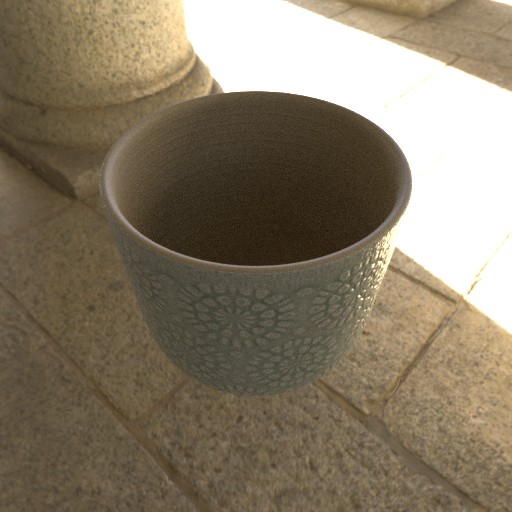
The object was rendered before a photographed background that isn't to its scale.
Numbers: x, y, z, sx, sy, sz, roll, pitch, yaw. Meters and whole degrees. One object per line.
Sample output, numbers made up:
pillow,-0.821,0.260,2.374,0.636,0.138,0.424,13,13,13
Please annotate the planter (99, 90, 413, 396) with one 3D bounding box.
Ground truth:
planter,0.000,0.000,0.300,0.169,0.153,0.169,0,46,0
